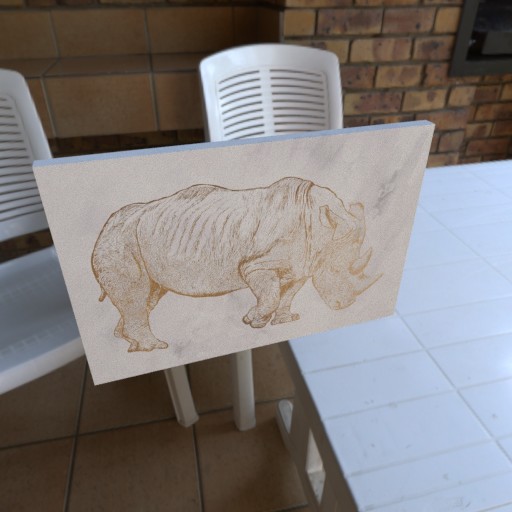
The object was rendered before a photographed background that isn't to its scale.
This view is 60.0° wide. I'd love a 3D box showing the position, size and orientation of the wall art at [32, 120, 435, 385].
[{"bbox_3d":[0.000,0.000,1.149,0.915,0.610,0.038,-10,34,-15],"label":"wall art"}]
